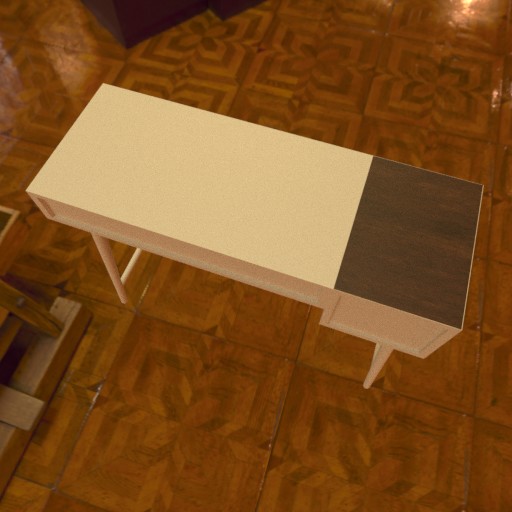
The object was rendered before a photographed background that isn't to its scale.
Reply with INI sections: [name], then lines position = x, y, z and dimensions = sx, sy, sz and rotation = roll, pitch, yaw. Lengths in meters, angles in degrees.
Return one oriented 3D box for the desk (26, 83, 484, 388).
[desk]
position = 0.000, 0.000, 1.444
dimensions = 1.069, 0.761, 0.409
rotation = 18, 64, 9
